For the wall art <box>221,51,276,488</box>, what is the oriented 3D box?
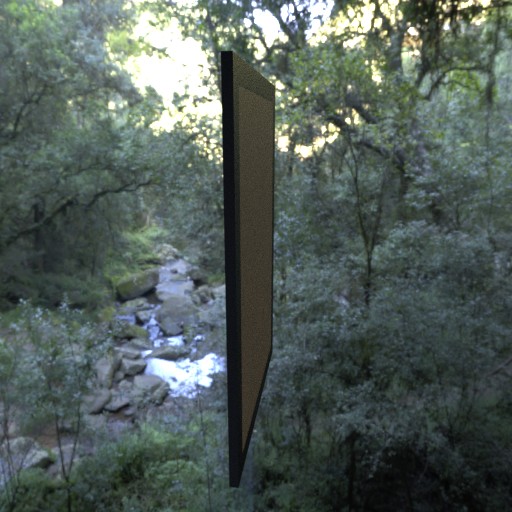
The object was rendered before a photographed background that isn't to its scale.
[{"bbox_3d":[0.000,0.000,0.697,0.013,0.534,0.381,2,16,9],"label":"wall art"}]
